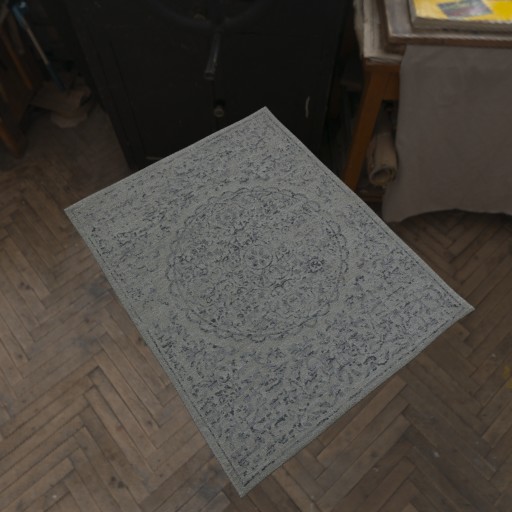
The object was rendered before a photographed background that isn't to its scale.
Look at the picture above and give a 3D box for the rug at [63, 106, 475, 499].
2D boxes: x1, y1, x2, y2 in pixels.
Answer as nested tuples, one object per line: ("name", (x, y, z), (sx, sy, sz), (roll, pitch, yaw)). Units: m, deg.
("rug", (0.000, 0.000, 3.890), (2.343, 0.026, 2.925), (-32, 65, -17))
